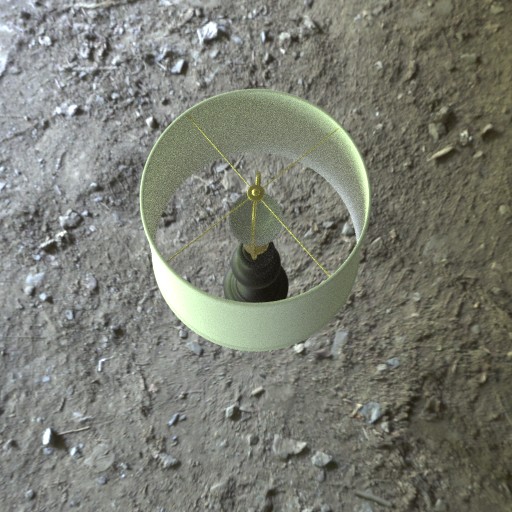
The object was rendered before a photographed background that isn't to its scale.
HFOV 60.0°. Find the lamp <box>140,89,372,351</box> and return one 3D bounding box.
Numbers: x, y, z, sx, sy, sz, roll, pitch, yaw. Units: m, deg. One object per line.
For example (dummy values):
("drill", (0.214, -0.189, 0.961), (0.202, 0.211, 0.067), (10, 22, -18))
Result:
("lamp", (0.000, 0.000, 0.786), (0.335, 0.611, 0.335), (0, 76, 0))
